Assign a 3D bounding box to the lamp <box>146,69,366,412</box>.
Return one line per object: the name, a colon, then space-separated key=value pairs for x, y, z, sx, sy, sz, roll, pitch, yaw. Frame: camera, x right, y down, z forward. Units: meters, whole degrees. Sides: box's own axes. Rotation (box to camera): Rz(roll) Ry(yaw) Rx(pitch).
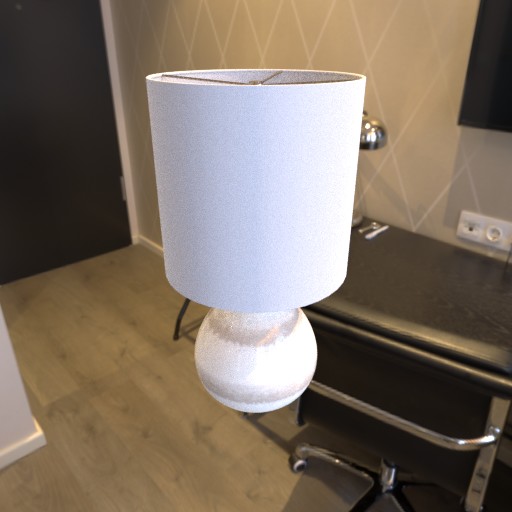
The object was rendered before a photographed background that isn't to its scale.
lamp: x=0.000 y=0.000 z=0.534 sx=0.217 sy=0.404 sz=0.217 roll=8 pitch=27 yaw=15
